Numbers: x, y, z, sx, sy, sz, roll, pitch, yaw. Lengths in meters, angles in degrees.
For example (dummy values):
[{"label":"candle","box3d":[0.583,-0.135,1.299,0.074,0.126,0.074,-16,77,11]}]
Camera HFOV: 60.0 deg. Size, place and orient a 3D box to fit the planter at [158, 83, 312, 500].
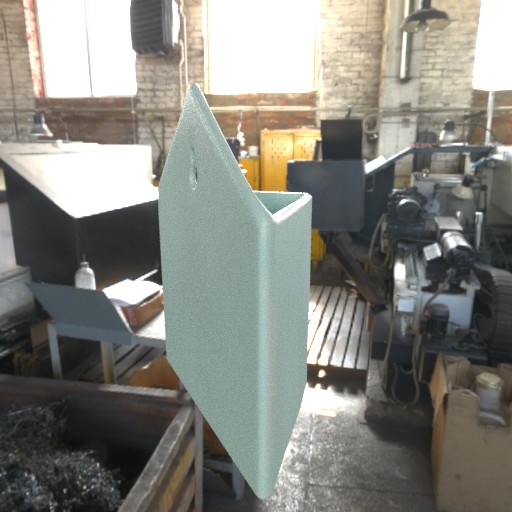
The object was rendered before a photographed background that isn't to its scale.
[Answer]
[{"label":"planter","box3d":[0.000,0.000,0.275,0.079,0.197,0.164,-7,16,-26]}]
